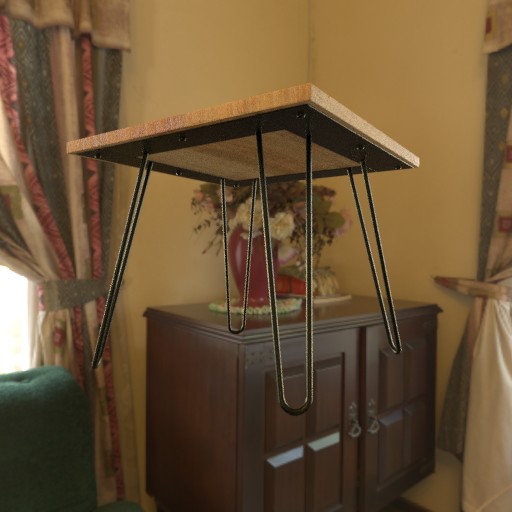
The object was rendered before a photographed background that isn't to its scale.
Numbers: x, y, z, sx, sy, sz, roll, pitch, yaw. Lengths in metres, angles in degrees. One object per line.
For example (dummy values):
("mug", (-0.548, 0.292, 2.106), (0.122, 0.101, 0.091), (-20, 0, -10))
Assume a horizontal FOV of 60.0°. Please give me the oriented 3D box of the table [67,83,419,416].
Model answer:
("table", (0.000, 0.000, 1.050), (0.599, 0.500, 0.599), (0, 0, 34))
